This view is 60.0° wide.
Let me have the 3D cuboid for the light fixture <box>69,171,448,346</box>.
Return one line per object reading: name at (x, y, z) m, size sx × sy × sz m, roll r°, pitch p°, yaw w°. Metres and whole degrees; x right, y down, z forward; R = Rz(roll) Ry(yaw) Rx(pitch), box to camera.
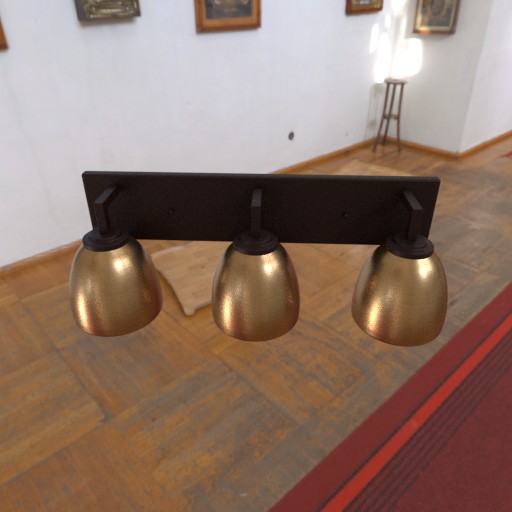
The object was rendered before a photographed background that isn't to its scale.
light fixture at (0.000, 0.000, 0.665) m, size 0.582 × 0.204 × 0.157 m, roll 1°, pitch 30°, yaw 2°
